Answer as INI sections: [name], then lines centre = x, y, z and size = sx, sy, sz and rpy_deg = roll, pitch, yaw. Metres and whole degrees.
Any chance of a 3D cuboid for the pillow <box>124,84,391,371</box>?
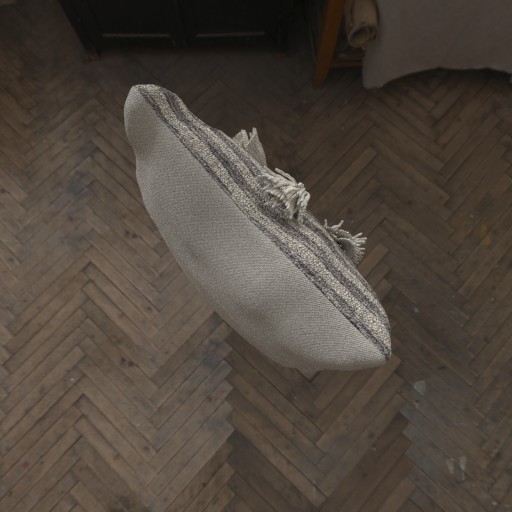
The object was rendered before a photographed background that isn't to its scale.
[pillow]
centre = 0.000, 0.000, 0.781
size = 0.234, 0.490, 0.484
rpy_deg = -40, 79, -10
